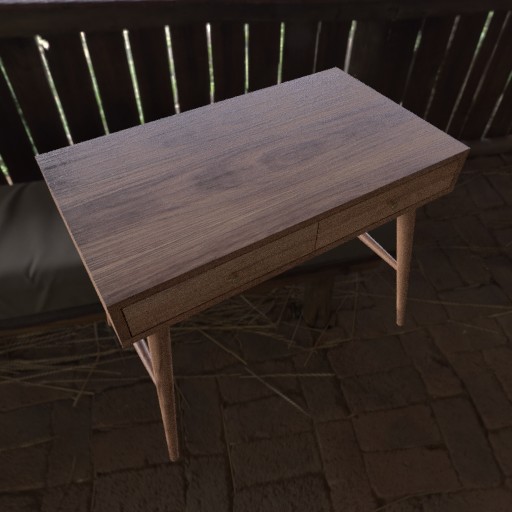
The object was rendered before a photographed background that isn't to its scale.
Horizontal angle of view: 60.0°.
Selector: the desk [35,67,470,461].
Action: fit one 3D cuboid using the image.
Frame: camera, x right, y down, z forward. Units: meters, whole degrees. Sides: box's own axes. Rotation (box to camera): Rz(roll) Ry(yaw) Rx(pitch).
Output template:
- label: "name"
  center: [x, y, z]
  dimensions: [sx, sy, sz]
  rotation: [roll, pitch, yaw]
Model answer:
- label: "desk"
  center: [0.000, 0.000, 1.387]
  dimensions: [0.949, 0.758, 0.588]
  rotation: [-24, 52, -21]
